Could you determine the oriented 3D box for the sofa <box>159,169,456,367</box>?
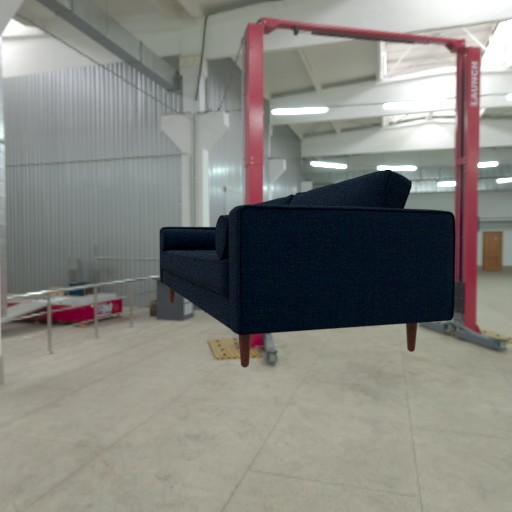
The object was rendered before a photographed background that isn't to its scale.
[{"bbox_3d":[0.000,0.000,2.624,0.914,0.762,2.210,-1,2,-19],"label":"sofa"}]
